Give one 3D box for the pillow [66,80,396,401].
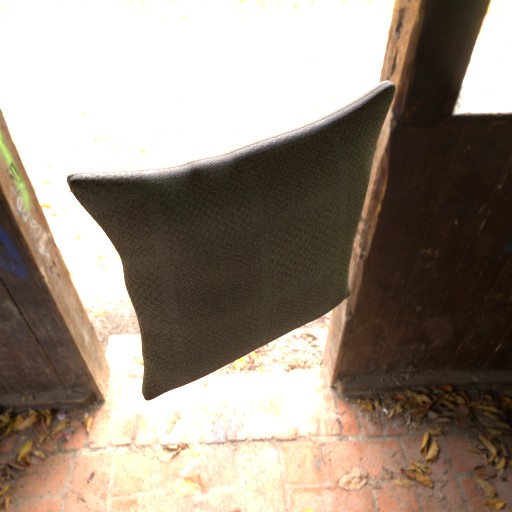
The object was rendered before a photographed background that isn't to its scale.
[{"bbox_3d":[0.000,0.000,0.662,0.436,0.432,0.138,-23,49,-22],"label":"pillow"}]
